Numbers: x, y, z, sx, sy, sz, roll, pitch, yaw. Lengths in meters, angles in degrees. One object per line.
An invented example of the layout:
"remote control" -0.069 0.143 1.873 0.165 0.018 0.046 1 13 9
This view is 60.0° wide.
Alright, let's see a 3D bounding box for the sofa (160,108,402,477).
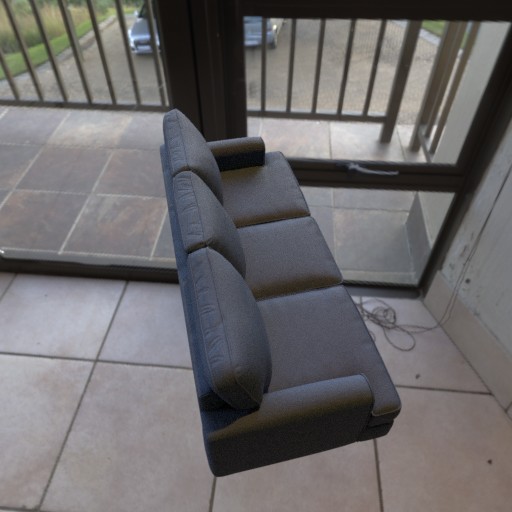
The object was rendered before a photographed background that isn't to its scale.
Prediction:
"sofa" 0.000 0.000 2.667 0.951 0.965 2.158 -10 48 -9
